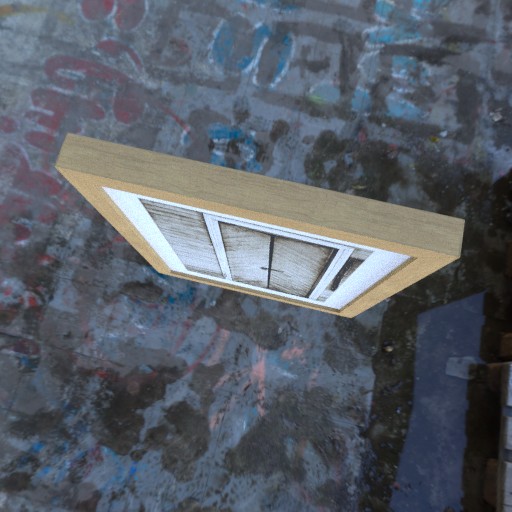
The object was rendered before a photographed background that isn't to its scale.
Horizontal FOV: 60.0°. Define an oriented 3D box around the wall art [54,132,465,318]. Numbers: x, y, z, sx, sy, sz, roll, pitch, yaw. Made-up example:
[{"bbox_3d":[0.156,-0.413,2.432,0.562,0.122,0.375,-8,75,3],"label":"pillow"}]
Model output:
[{"bbox_3d":[0.000,0.000,0.518,0.312,0.380,0.030,13,76,3],"label":"wall art"}]
